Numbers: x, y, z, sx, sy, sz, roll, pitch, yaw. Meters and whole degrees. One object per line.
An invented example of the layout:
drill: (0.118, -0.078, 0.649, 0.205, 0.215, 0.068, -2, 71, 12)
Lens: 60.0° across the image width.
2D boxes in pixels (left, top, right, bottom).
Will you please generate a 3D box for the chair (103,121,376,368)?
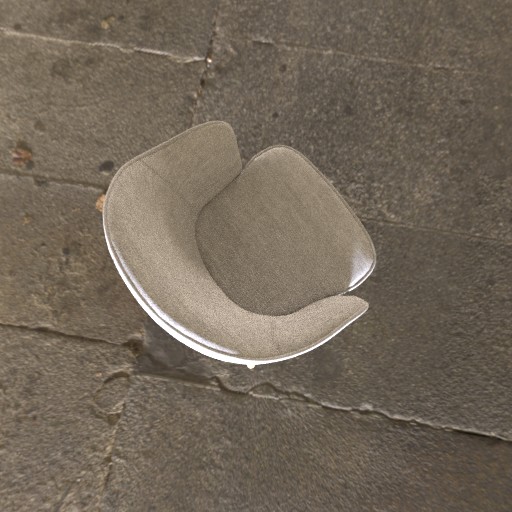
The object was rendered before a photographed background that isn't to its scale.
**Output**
chair: (0.000, 0.000, 1.152, 0.530, 0.800, 0.540, -34, 78, -8)
